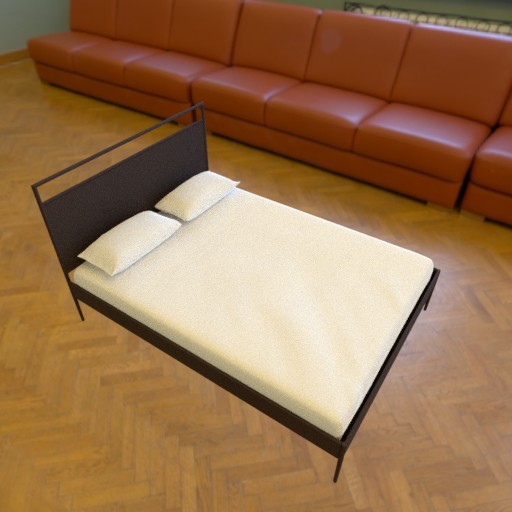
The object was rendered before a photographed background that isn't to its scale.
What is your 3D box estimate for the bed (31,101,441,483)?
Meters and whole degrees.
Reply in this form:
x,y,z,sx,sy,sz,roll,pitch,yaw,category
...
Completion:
x,y,z,sx,sy,sz,roll,pitch,yaw,category
0.000,0.000,3.002,2.122,1.173,1.572,24,45,25,bed
